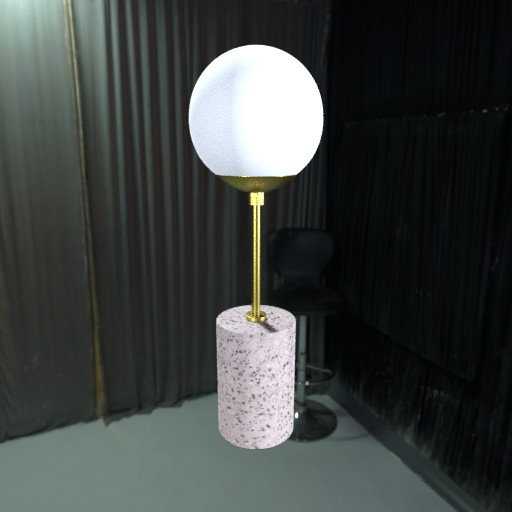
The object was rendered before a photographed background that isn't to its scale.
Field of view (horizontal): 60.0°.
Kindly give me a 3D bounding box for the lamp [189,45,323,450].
[{"bbox_3d":[0.000,0.000,0.551,0.153,0.480,0.153,0,14,0],"label":"lamp"}]
